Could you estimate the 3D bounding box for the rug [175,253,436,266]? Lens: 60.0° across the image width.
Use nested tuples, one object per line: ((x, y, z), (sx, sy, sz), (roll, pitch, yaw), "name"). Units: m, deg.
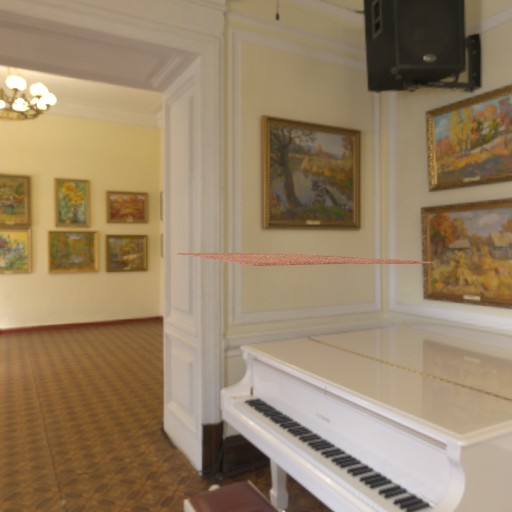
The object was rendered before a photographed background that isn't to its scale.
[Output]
((0.000, 0.000, 2.670), (0.718, 0.013, 2.353), (0, 1, -16), "rug")
